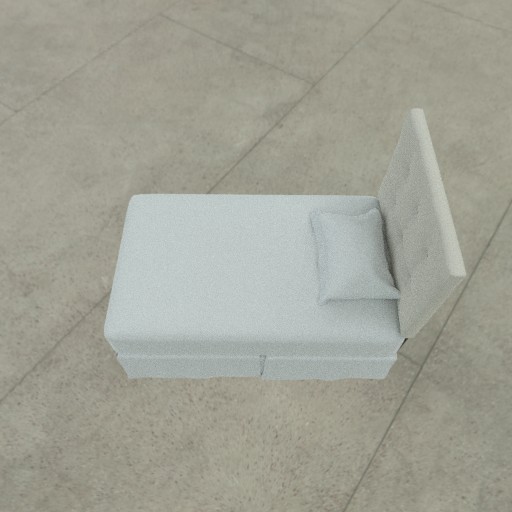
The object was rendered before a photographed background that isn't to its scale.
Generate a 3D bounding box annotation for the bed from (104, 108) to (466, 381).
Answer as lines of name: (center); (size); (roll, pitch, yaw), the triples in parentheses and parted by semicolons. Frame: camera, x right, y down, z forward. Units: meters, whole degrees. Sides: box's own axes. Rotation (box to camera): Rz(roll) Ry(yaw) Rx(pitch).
bed: (0.000, 0.000, 3.003); (1.997, 1.571, 1.261); (1, 59, 0)
